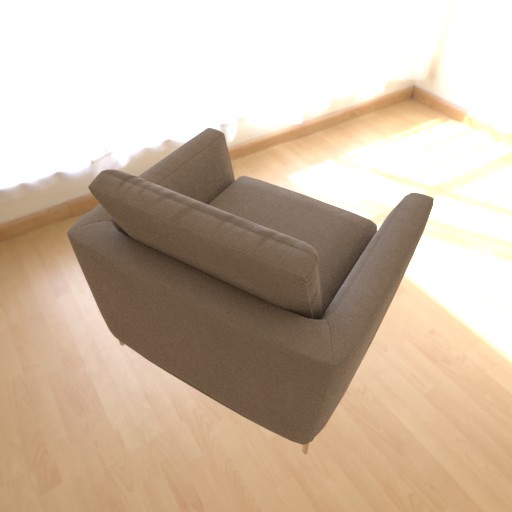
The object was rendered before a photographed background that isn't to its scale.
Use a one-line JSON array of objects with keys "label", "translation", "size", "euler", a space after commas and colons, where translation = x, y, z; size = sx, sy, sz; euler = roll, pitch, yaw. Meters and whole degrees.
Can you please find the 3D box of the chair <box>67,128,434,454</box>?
[{"label": "chair", "translation": [0.000, 0.000, 1.688], "size": [1.041, 0.864, 0.889], "euler": [23, 49, 22]}]
